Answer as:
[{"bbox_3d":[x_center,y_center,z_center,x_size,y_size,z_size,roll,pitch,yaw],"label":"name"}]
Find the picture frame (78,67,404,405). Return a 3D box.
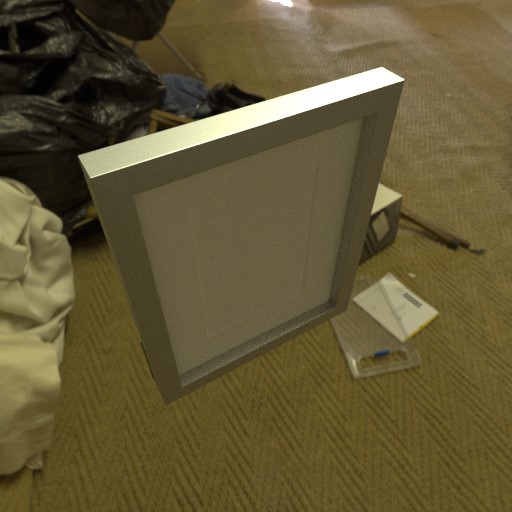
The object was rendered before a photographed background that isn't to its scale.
[{"bbox_3d":[0.000,0.000,0.396,0.233,0.282,0.036,-23,51,-21],"label":"picture frame"}]
